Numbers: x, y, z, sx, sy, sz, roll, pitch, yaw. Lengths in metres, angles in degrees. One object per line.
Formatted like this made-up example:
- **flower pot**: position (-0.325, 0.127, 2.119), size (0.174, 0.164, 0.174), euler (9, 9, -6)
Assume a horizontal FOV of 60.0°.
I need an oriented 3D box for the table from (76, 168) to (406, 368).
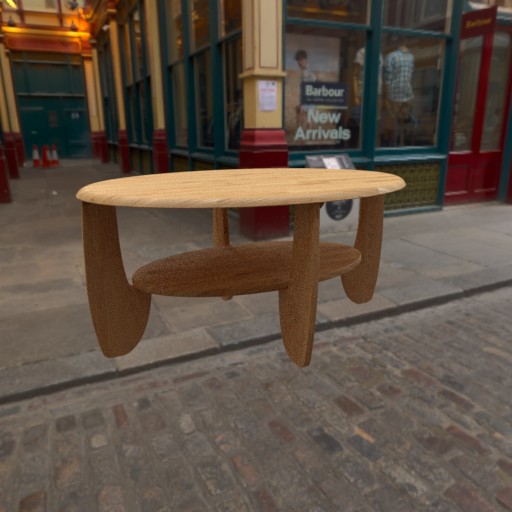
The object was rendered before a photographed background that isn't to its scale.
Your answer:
- **table**: position (0.000, 0.000, 1.433), size (1.040, 0.490, 0.690), euler (-8, 18, -25)
